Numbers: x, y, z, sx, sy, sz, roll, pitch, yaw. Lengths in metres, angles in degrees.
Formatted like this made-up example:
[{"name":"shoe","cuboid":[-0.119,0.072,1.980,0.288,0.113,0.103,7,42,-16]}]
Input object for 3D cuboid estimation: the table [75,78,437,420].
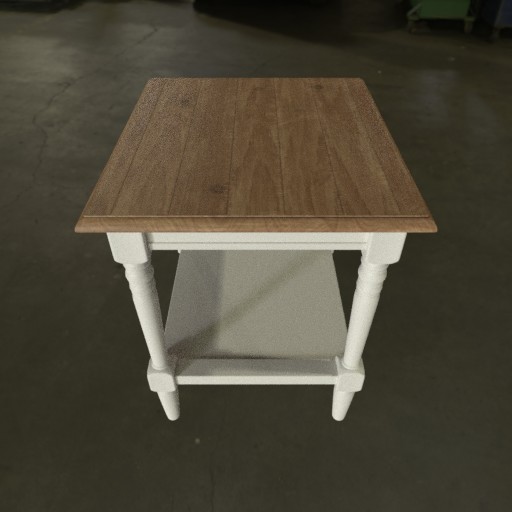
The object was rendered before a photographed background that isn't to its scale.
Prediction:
[{"name":"table","cuboid":[0.000,0.000,0.925,0.457,0.561,0.508,0,41,0]}]
